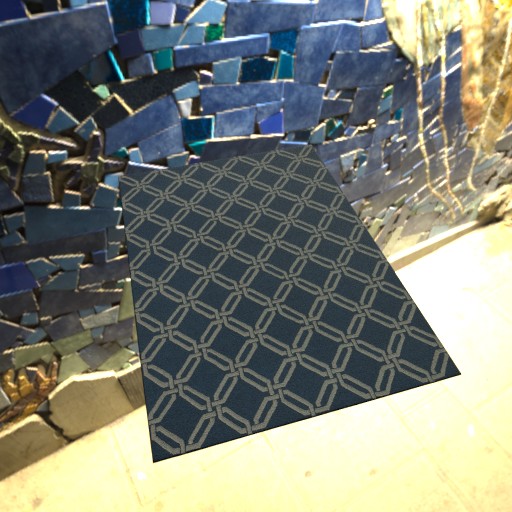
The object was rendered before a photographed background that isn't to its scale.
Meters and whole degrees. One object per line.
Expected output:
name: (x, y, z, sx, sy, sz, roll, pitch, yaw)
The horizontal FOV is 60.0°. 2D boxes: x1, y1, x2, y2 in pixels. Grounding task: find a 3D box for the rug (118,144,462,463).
rug: (0.000, 0.000, 4.359, 2.432, 0.018, 3.342, -12, 48, -11)
